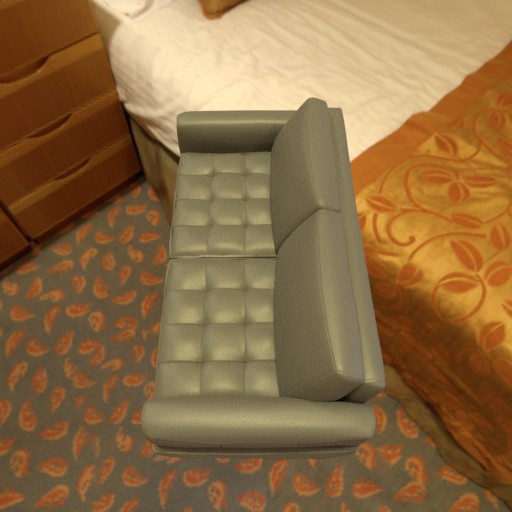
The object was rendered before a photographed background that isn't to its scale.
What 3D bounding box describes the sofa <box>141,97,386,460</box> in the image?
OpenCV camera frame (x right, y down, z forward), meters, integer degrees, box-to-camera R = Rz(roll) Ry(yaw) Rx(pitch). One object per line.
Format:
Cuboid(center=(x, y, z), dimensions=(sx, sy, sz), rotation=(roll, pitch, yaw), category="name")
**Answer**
Cuboid(center=(0.000, 0.000, 2.648), dimensions=(1.121, 0.930, 2.177), rotation=(0, 59, 0), category="sofa")
